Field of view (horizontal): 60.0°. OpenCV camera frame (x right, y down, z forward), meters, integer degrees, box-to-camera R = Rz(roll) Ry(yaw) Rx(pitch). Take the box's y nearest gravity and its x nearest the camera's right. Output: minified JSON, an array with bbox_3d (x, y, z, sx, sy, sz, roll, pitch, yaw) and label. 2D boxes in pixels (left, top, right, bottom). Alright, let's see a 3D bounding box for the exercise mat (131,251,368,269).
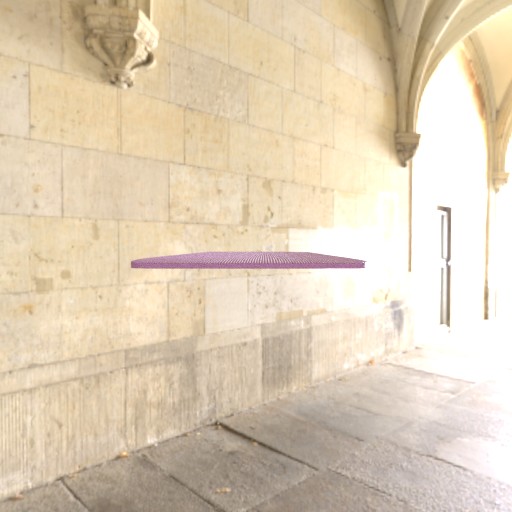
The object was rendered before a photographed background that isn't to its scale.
[{"bbox_3d":[0.000,0.000,2.025,0.616,0.021,1.869,0,1,1],"label":"exercise mat"}]
